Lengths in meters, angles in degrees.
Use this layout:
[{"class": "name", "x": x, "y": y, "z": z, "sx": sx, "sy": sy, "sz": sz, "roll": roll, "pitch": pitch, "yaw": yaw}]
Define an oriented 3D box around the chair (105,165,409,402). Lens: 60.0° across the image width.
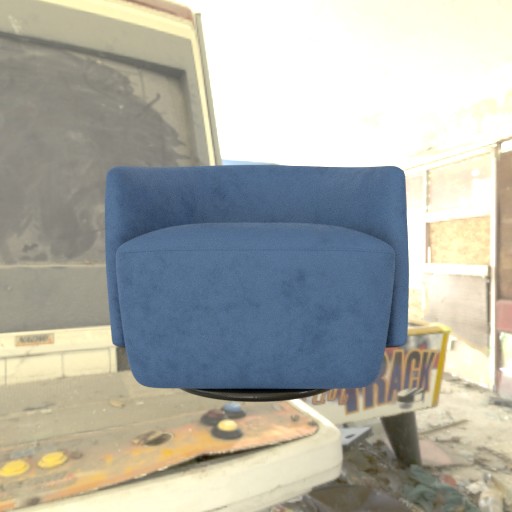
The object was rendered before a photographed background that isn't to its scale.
[{"class": "chair", "x": 0.000, "y": 0.000, "z": 1.372, "sx": 0.773, "sy": 0.698, "sz": 0.767, "roll": 0, "pitch": 0, "yaw": 0}]
